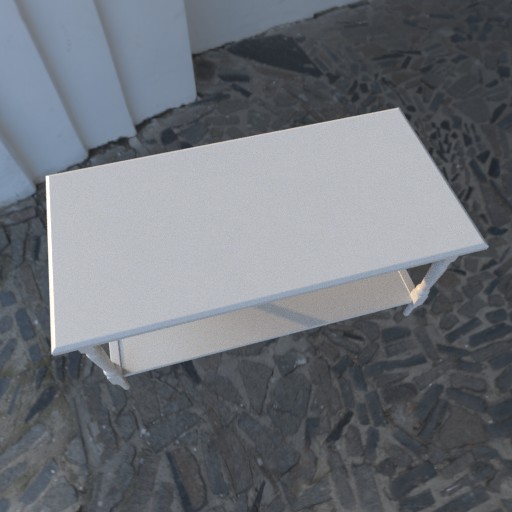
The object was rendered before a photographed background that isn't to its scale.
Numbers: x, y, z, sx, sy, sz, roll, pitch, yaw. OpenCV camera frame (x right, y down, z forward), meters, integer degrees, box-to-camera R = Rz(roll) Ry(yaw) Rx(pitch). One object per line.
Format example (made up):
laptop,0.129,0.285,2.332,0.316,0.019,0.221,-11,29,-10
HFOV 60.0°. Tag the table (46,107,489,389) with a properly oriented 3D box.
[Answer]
table,0.000,0.000,1.428,1.109,0.506,0.551,-13,60,-8
